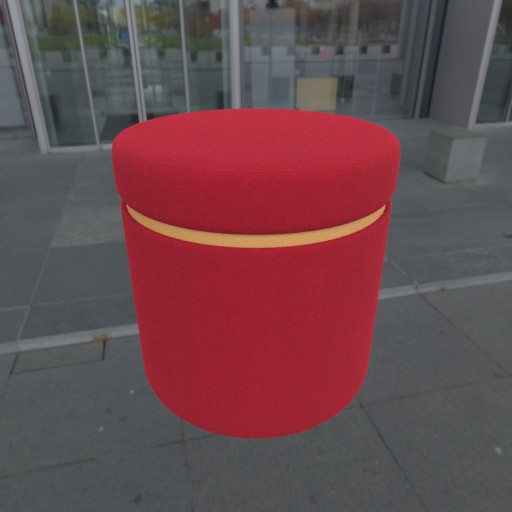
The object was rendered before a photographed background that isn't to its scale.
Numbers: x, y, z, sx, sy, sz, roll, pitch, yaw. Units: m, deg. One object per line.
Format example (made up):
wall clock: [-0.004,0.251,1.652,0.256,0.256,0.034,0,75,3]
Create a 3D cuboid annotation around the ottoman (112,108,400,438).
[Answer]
ottoman: [0.000,0.000,0.719,0.400,0.406,0.400,0,27,0]
